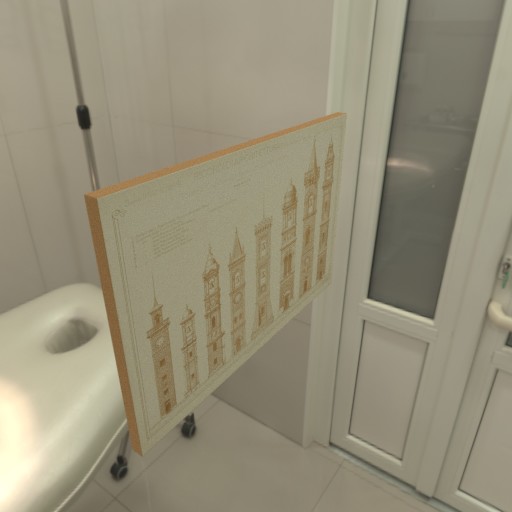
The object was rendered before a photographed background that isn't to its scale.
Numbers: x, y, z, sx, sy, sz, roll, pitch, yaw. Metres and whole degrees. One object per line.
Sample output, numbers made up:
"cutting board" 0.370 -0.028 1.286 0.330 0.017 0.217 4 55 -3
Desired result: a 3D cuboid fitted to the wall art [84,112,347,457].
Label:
"wall art" 0.000 0.000 1.182 0.033 0.608 0.915 18 33 31
